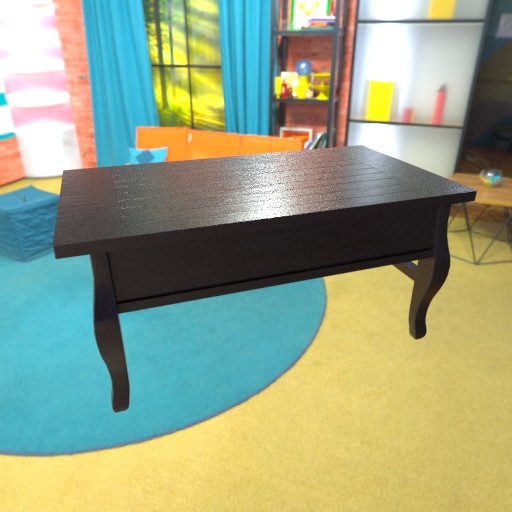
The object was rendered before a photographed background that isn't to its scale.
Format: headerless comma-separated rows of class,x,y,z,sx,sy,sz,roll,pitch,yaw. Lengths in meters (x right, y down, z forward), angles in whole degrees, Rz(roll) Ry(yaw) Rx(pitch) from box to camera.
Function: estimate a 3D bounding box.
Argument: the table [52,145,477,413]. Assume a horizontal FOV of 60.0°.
table,0.000,0.000,1.395,1.062,0.494,0.600,-9,28,-17
